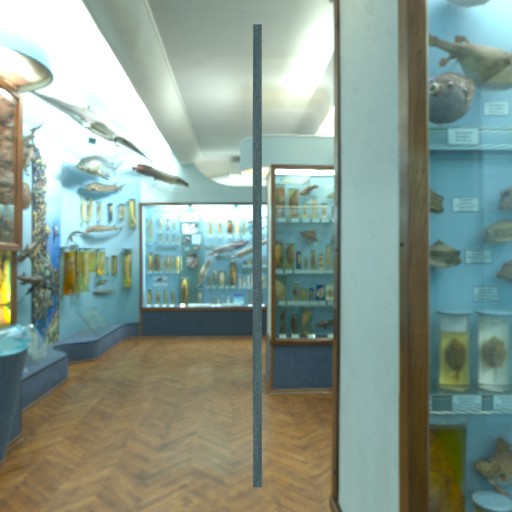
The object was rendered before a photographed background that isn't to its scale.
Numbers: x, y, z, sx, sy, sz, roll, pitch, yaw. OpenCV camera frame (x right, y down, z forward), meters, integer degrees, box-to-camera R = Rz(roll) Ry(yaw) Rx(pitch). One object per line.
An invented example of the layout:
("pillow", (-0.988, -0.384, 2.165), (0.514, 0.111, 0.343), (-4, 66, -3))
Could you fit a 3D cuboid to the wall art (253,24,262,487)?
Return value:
("wall art", (0.000, 0.000, 1.409), (0.020, 1.070, 0.768), (0, 0, -1))
